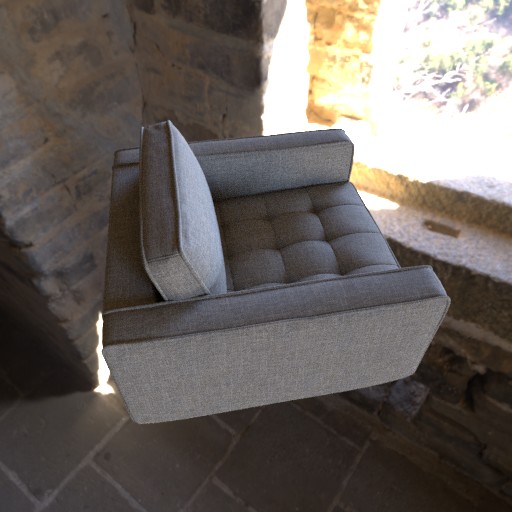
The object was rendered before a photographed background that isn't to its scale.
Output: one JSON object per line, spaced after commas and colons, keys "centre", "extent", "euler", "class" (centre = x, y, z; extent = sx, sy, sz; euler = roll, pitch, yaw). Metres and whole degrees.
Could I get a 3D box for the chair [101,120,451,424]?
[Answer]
{"centre": [0.000, 0.000, 1.528], "extent": [0.914, 0.765, 0.889], "euler": [-8, 46, -7], "class": "chair"}
